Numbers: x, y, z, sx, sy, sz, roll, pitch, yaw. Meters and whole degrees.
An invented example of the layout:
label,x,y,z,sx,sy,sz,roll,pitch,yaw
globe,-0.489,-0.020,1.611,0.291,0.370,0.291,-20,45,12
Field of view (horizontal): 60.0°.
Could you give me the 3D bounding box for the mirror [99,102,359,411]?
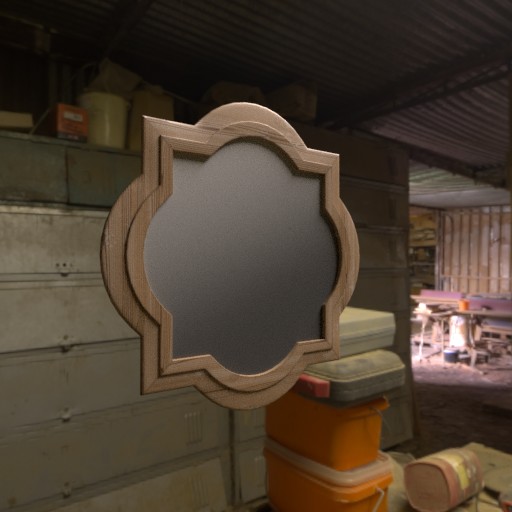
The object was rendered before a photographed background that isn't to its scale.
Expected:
label,x,y,z,sx,sy,sz,roll,pitch,yaw
mirror,0.000,0.000,1.022,0.686,0.686,0.019,1,-1,-36
